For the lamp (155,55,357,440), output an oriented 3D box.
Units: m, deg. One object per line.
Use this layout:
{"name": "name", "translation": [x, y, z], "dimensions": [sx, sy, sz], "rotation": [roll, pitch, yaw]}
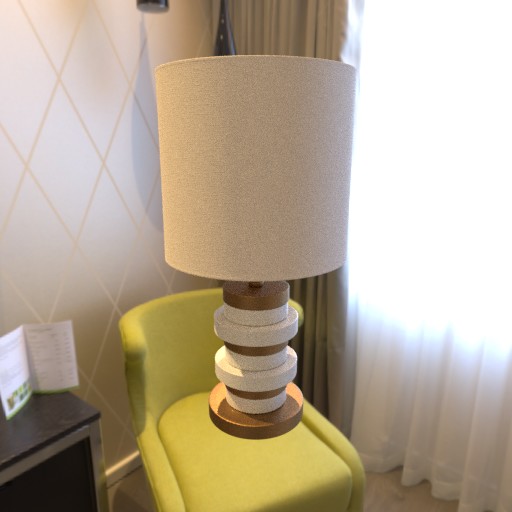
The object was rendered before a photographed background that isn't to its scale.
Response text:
{"name": "lamp", "translation": [0.000, 0.000, 0.521], "dimensions": [0.210, 0.410, 0.210], "rotation": [2, 15, 8]}
